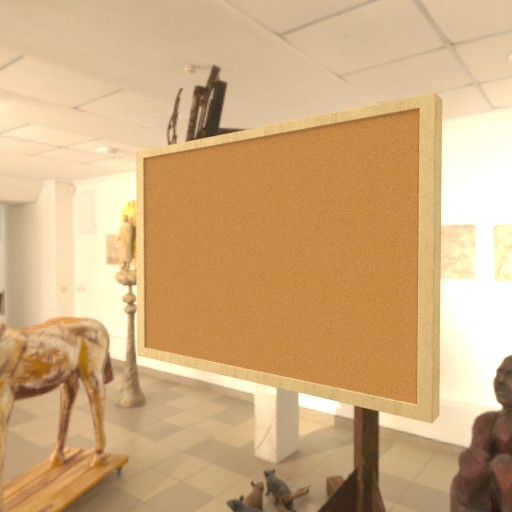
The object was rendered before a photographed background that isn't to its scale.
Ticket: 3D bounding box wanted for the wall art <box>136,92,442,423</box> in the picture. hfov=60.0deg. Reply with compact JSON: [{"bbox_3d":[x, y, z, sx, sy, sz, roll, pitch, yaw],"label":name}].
[{"bbox_3d":[0.000,0.000,0.680,0.532,0.380,0.032,1,2,37],"label":"wall art"}]
